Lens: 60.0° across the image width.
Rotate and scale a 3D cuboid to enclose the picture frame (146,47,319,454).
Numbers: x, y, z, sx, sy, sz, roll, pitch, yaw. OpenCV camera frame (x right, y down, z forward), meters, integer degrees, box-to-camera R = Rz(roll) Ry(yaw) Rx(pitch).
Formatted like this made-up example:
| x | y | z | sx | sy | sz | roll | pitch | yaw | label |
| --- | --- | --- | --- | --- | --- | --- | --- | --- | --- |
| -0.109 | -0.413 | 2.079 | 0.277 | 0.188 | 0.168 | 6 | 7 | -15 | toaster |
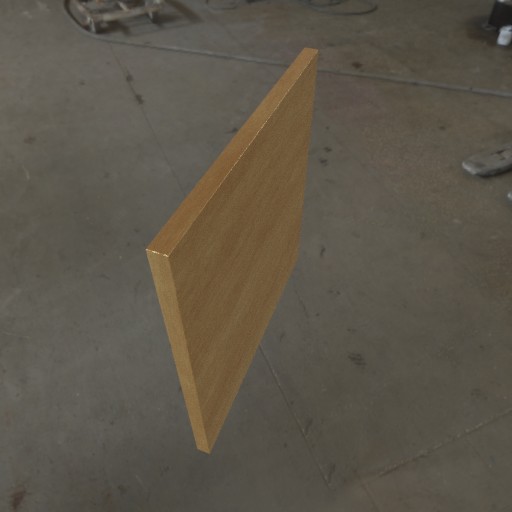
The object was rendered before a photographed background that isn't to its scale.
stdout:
| x | y | z | sx | sy | sz | roll | pitch | yaw | label |
| --- | --- | --- | --- | --- | --- | --- | --- | --- | --- |
| 0.000 | 0.000 | 1.140 | 0.037 | 0.761 | 0.758 | 16 | 49 | 15 | picture frame |
